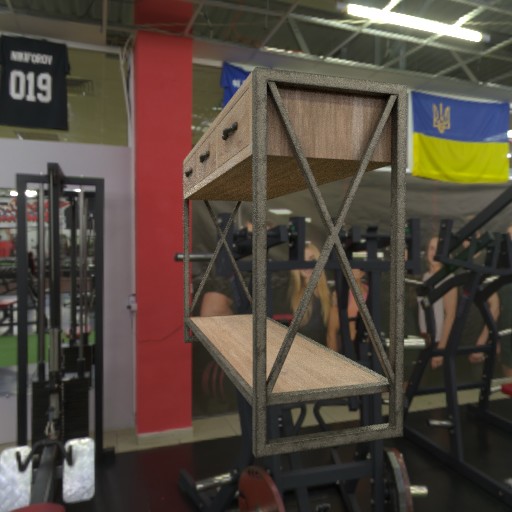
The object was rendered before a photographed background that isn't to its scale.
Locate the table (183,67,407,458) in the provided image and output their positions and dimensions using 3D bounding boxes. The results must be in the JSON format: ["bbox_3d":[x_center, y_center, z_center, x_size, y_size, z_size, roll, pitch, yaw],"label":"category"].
[{"bbox_3d":[0.000,0.000,1.415,0.361,0.763,1.059,-1,2,-17],"label":"table"}]
